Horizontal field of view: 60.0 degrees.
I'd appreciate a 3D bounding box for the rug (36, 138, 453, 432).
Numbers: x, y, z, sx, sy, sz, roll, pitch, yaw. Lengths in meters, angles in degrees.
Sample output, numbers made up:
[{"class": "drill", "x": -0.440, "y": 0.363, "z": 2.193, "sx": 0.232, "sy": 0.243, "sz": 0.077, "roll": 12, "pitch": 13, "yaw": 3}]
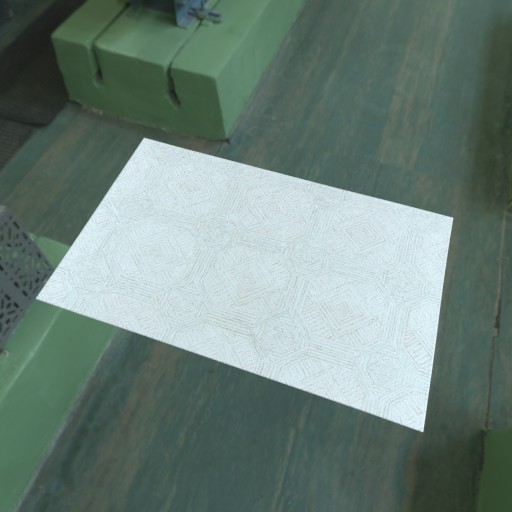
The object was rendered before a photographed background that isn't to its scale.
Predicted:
[{"class": "rug", "x": 0.000, "y": 0.000, "z": 2.983, "sx": 2.440, "sy": 0.008, "sz": 1.524, "roll": 16, "pitch": 60, "yaw": 10}]
